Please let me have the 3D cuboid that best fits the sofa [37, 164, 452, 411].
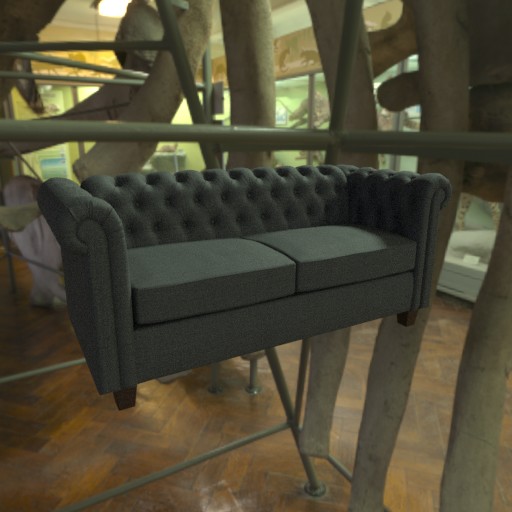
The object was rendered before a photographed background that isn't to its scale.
[{"bbox_3d":[0.000,0.000,2.144,1.798,0.797,0.783,-9,18,-28],"label":"sofa"}]
